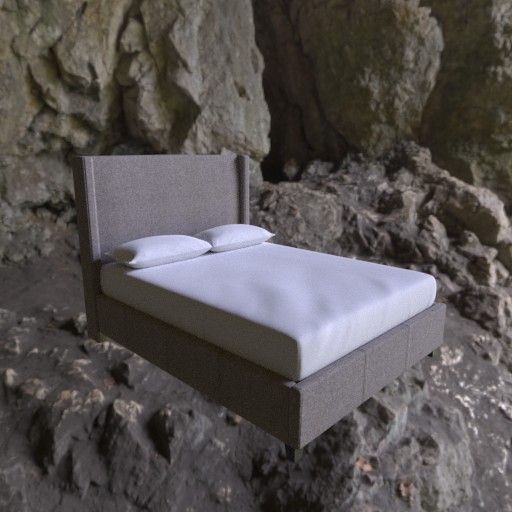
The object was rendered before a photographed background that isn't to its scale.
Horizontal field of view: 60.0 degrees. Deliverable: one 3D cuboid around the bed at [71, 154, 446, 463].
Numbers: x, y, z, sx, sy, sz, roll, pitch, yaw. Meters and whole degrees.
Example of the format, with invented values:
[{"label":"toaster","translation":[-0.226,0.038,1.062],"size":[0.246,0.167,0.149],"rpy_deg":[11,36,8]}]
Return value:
[{"label":"bed","translation":[0.000,0.000,3.342],"size":[2.245,1.476,1.714],"rpy_deg":[13,18,43]}]
